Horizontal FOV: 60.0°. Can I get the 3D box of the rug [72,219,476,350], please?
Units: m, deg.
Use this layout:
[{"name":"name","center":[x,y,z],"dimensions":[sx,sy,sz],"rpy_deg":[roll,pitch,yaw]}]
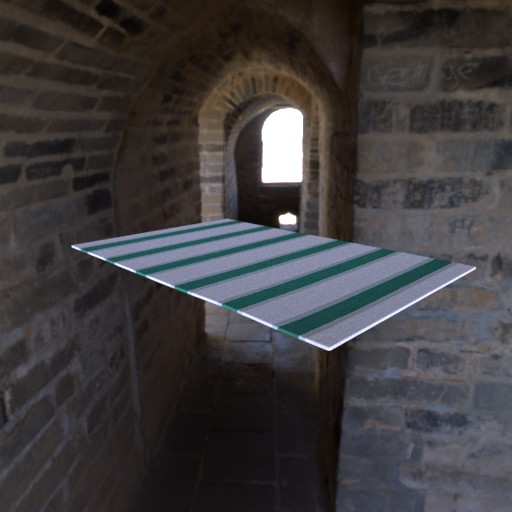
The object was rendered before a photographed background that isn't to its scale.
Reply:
[{"name":"rug","center":[0.000,0.000,2.370],"dimensions":[1.829,0.012,1.210],"rpy_deg":[15,21,43]}]
